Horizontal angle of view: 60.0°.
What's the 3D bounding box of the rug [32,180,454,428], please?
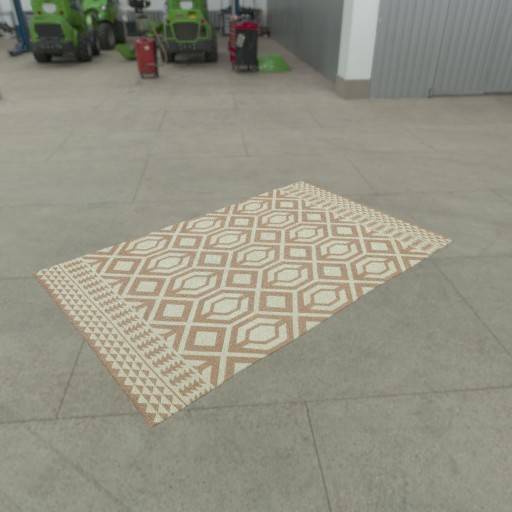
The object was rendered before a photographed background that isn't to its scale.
[{"bbox_3d":[0.000,0.000,2.986,2.435,0.011,1.526,-24,38,-34],"label":"rug"}]
